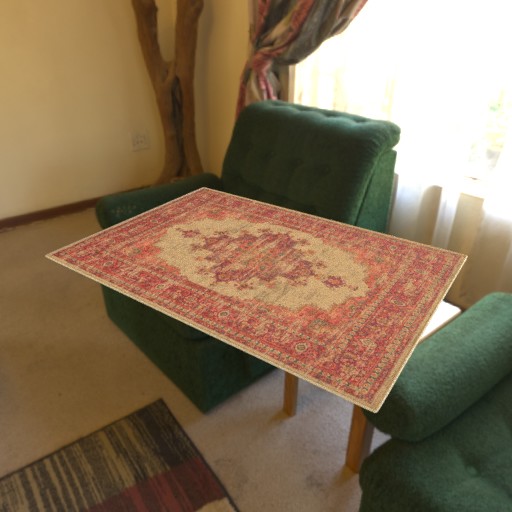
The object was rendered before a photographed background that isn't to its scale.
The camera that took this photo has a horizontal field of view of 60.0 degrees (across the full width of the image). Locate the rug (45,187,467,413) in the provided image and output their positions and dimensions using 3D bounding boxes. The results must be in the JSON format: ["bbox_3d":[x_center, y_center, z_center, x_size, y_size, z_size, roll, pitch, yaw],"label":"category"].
[{"bbox_3d":[0.000,0.000,2.843,2.232,0.011,1.555,19,34,30],"label":"rug"}]
